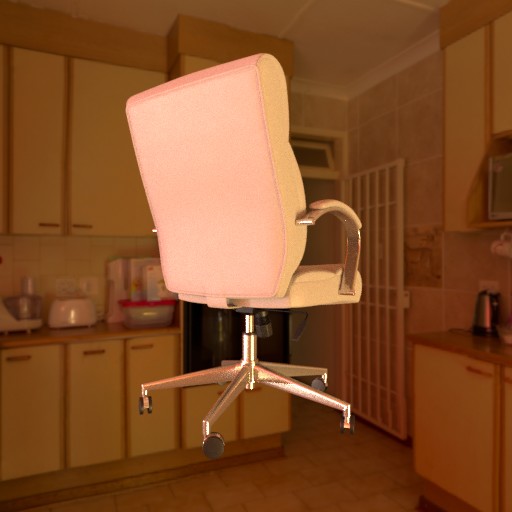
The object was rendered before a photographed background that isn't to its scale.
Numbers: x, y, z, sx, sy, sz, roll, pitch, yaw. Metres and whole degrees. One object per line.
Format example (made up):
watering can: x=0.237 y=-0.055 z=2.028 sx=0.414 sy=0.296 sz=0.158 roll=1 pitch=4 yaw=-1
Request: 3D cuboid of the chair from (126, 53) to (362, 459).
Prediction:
chair: x=0.000 y=0.000 z=1.553 sx=0.727 sy=1.099 sz=0.745 roll=0 pitch=-1 yaw=36
